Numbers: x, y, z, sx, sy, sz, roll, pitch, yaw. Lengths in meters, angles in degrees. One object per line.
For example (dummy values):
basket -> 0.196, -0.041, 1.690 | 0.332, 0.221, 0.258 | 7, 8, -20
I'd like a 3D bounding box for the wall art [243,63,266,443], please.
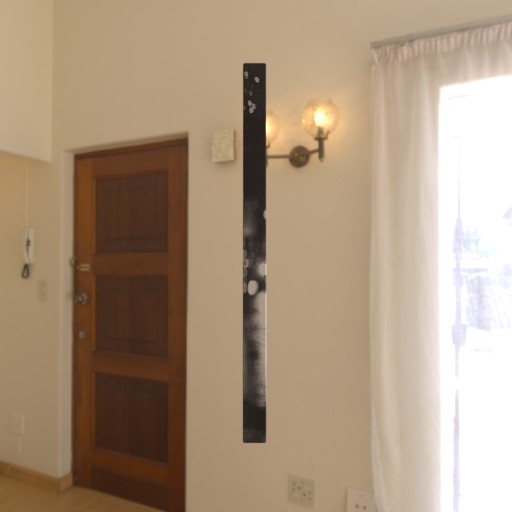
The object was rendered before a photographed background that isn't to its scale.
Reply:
wall art -> 0.000, 0.000, 1.165 | 0.038, 0.609, 0.914 | 0, -1, 0
